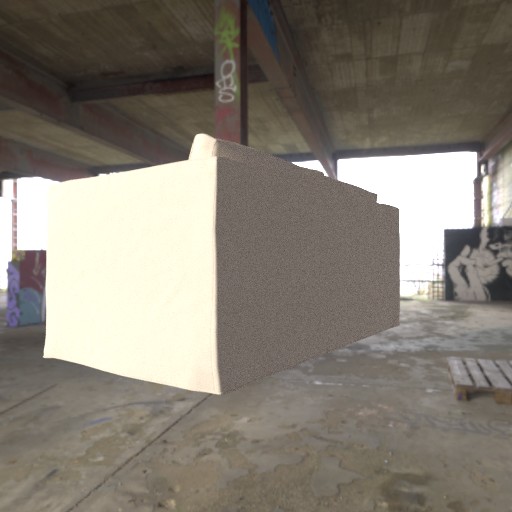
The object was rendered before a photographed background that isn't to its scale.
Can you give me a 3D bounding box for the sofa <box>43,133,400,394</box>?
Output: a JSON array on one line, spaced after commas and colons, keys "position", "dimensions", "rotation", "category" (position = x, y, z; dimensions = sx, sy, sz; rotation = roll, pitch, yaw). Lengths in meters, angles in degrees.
[{"position": [0.000, 0.000, 2.262], "dimensions": [0.962, 0.834, 1.746], "rotation": [0, 0, 35], "category": "sofa"}]
